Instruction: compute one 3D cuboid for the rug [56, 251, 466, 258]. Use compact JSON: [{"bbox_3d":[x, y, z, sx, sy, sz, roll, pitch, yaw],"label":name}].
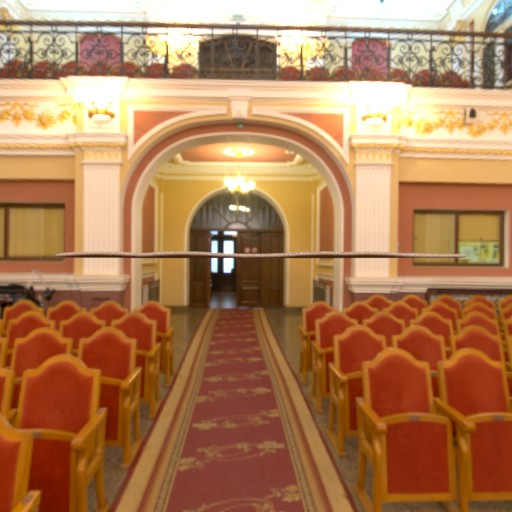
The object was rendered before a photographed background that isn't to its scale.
[{"bbox_3d":[0.000,0.000,0.902,0.551,0.008,0.642,0,0,-2],"label":"rug"}]
